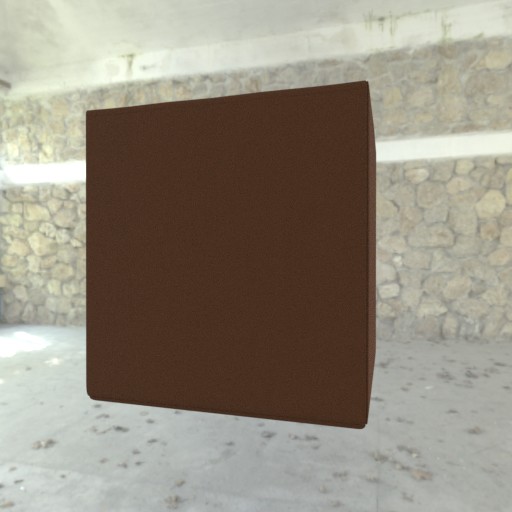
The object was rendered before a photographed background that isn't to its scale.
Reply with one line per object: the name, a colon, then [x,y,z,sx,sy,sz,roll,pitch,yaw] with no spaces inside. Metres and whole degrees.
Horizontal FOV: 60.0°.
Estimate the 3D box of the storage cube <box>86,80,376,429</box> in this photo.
storage cube: [0.000,0.000,0.516,0.270,0.280,0.270,0,0,16]
